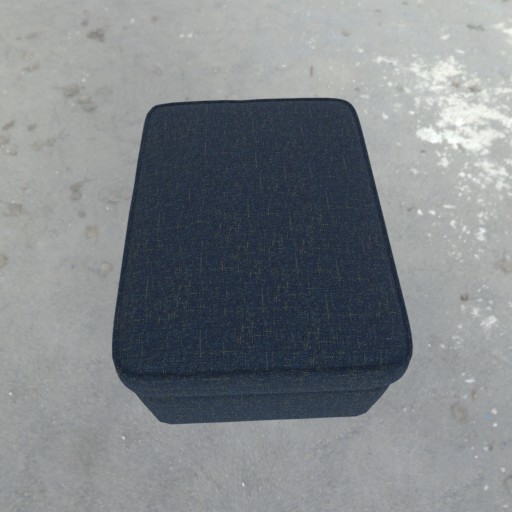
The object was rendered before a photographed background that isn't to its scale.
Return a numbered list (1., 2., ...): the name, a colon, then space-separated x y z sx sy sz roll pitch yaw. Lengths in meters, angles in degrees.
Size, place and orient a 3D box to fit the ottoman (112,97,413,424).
1. ottoman: 0.000 0.000 1.110 0.549 0.450 0.749 -2 57 -1
